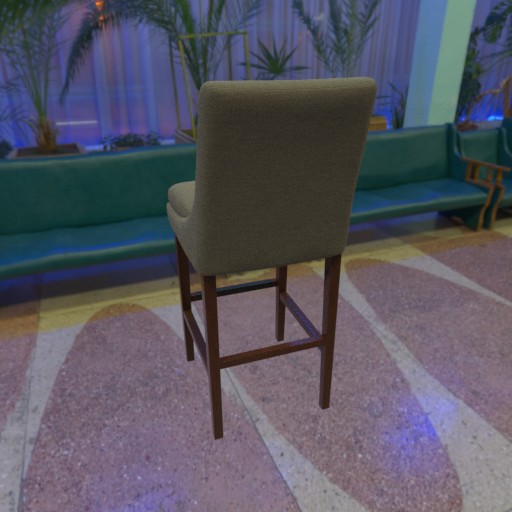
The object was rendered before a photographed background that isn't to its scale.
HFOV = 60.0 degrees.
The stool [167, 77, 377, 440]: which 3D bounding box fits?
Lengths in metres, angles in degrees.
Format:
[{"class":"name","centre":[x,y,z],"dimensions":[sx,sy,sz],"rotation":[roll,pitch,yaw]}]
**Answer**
[{"class":"stool","centre":[0.000,0.000,1.408],"dimensions":[0.470,1.078,0.577],"rotation":[-9,27,-18]}]
